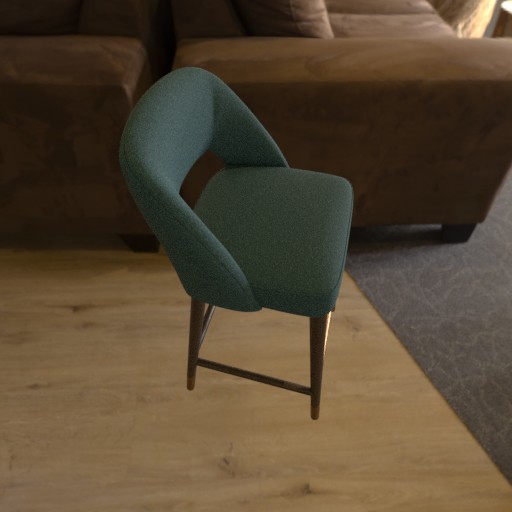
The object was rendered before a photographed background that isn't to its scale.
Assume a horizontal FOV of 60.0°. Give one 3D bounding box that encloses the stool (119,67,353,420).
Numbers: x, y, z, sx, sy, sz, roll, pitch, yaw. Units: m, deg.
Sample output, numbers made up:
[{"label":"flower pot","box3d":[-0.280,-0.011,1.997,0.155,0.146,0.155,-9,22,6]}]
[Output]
[{"label":"stool","box3d":[0.000,0.000,1.275,0.522,0.939,0.536,10,47,9]}]
